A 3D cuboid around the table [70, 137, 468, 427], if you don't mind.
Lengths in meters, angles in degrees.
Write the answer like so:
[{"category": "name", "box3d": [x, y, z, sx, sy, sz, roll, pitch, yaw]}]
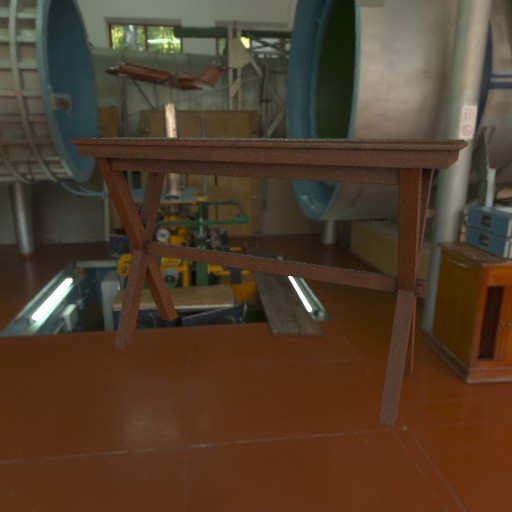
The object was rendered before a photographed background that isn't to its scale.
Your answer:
[{"category": "table", "box3d": [0.000, 0.000, 1.496, 1.197, 0.763, 0.399, 8, 18, 26]}]
